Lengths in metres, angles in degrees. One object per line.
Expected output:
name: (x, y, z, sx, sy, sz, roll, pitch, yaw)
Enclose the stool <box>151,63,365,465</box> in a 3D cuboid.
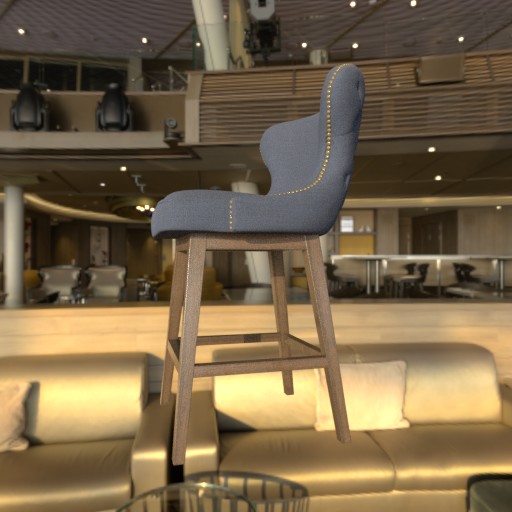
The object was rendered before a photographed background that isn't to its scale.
stool: (0.000, 0.000, 1.316, 0.597, 0.972, 0.615, 0, 0, -16)
